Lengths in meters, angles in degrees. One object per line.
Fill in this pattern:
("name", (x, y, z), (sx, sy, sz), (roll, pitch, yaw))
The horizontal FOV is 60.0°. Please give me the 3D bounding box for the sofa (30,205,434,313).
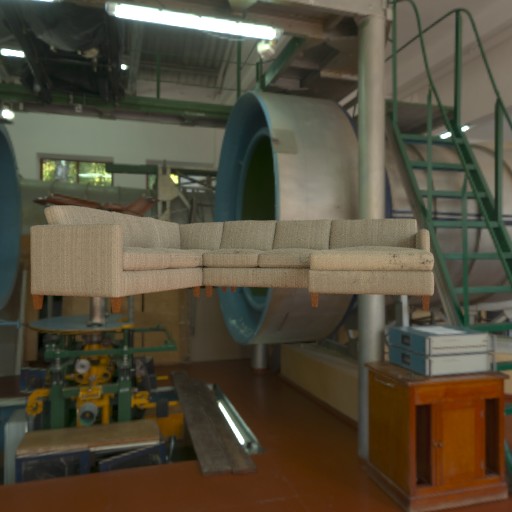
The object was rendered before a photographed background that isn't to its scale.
("sofa", (0.000, 0.000, 4.628), (3.460, 0.961, 2.594), (0, 0, 18))
